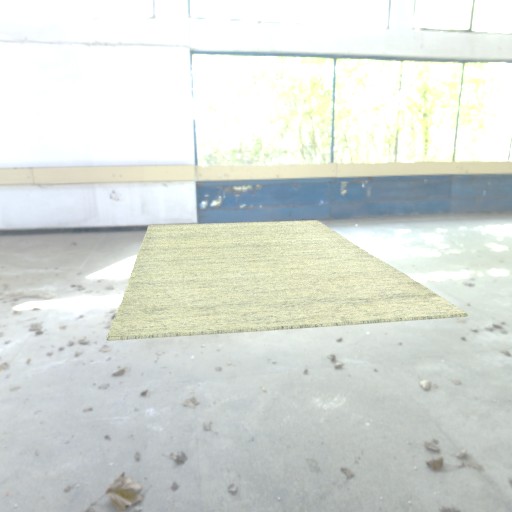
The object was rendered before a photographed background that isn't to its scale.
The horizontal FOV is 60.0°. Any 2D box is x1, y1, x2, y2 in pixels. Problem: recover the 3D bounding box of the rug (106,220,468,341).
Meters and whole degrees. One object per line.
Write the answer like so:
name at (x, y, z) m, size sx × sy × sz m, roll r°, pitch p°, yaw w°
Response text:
rug at (0.000, 0.000, 2.343) m, size 1.243 × 0.014 × 1.846 m, roll -2°, pitch 15°, yaw -9°
